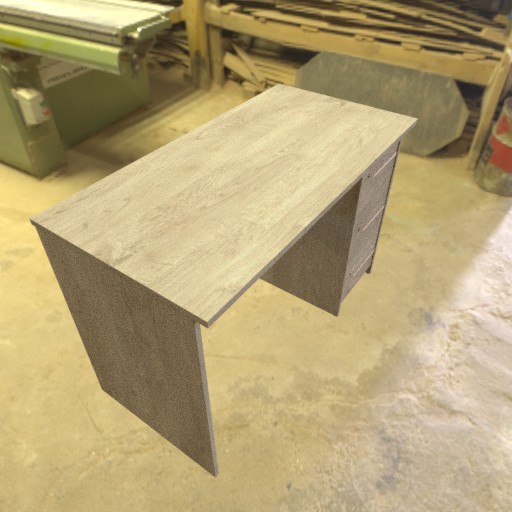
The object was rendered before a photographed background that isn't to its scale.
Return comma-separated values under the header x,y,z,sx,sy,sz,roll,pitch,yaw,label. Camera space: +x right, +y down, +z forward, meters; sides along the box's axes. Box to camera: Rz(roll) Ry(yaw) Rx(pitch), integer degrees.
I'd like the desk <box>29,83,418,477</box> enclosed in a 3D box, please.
x,y,z,sx,sy,sz,roll,pitch,yaw,label
0.000,0.000,1.523,0.560,0.735,1.097,25,47,26,desk
